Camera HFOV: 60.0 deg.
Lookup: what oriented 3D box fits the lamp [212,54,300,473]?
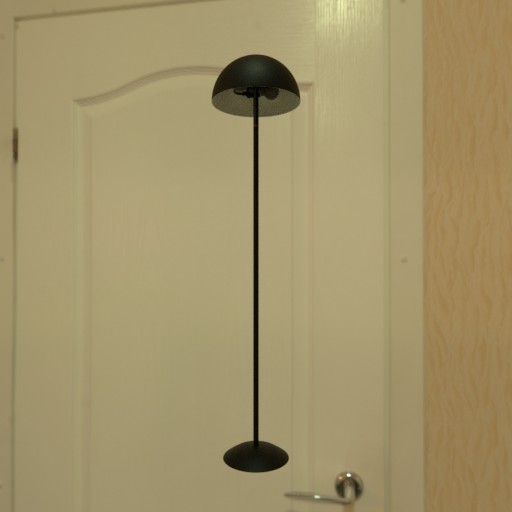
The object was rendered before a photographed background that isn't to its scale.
[{"bbox_3d":[0.000,0.000,1.637,0.328,1.480,0.328,0,0,-19],"label":"lamp"}]
